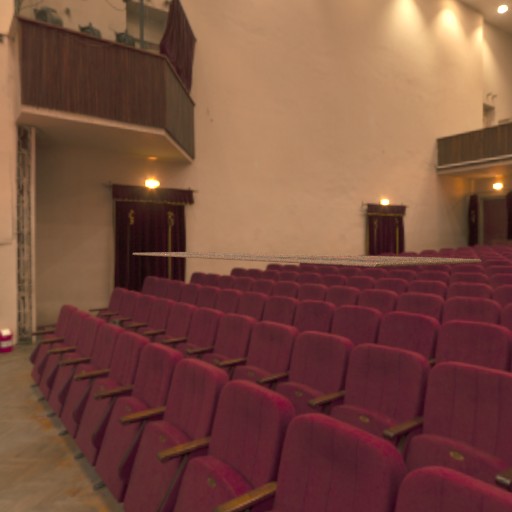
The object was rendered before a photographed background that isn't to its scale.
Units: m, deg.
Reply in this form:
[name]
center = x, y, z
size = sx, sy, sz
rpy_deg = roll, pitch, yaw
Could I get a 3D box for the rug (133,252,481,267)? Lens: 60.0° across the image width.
[rug]
center = 0.000, 0.000, 2.568
size = 0.659, 0.019, 2.297
rpy_deg = -1, 2, -35
